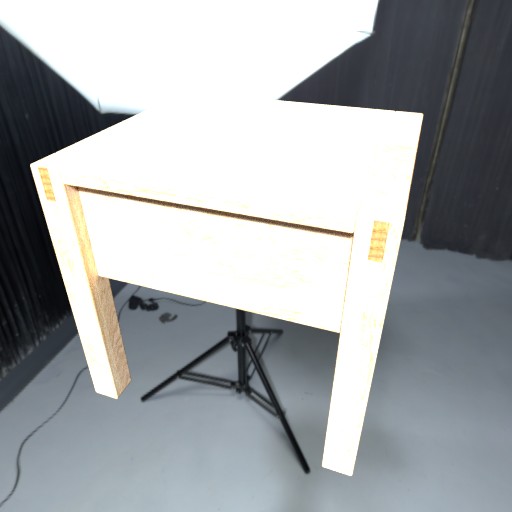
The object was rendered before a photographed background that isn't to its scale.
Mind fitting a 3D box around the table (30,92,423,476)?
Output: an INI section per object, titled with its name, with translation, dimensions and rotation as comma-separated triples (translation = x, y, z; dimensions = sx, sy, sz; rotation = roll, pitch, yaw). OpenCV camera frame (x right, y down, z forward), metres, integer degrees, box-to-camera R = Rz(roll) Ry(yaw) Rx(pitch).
[table]
translation = 0.000, 0.000, 0.814
dimensions = 0.480, 0.450, 0.440
rotation = 11, 35, 17
